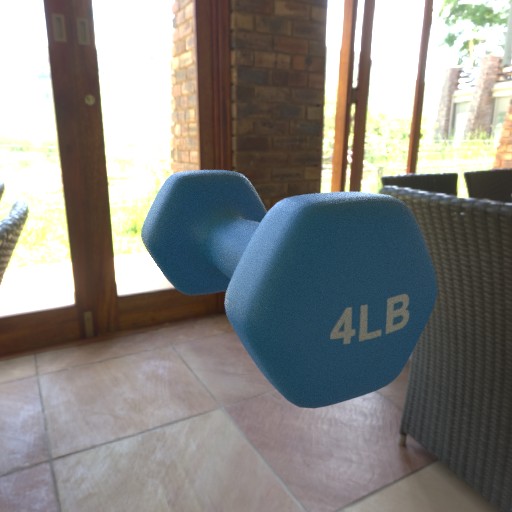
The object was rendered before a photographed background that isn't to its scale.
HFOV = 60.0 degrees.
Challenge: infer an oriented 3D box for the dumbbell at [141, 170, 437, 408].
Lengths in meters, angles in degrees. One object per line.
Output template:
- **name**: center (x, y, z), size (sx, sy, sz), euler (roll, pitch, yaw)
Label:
- **dumbbell**: center (0.000, 0.000, 0.193), size (0.074, 0.066, 0.152), euler (-7, 16, -25)
